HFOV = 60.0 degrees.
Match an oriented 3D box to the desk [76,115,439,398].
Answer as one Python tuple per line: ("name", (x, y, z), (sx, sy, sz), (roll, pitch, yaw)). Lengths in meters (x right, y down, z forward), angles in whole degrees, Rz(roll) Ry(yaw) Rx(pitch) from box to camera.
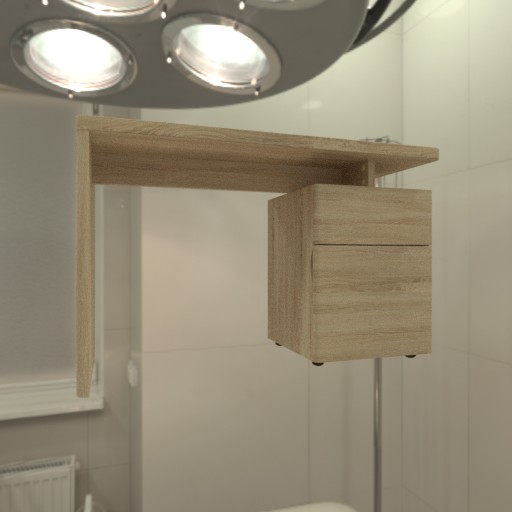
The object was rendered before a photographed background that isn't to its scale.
("desk", (0.000, 0.000, 1.632), (1.200, 0.760, 0.550), (0, 0, -18))
